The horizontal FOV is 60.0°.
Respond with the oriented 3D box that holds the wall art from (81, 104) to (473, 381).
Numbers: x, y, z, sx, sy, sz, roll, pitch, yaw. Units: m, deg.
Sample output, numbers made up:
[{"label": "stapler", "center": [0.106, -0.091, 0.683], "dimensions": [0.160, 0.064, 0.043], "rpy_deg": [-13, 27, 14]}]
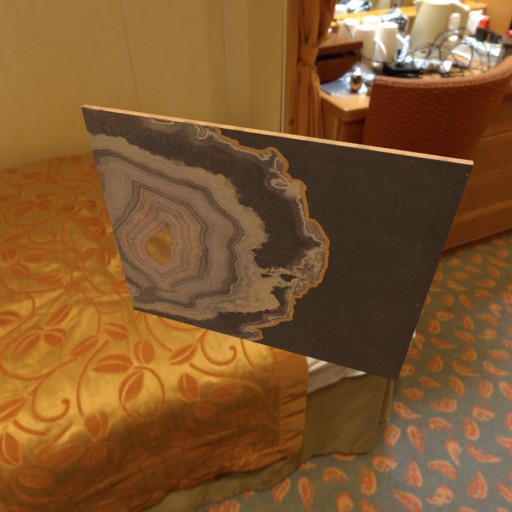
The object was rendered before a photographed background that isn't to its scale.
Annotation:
[{"label": "wall art", "center": [0.000, 0.000, 0.684], "dimensions": [0.508, 0.408, 0.010], "rpy_deg": [12, 42, 14]}]
